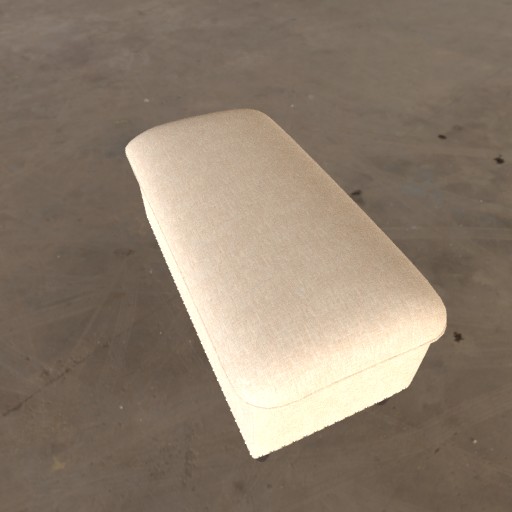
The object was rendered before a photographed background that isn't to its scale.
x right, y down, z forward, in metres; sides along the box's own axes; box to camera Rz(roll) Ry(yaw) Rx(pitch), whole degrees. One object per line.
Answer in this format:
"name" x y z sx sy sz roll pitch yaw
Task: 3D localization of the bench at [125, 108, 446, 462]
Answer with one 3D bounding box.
"bench" 0.000 0.000 1.255 0.483 0.483 0.991 -18 48 -17
